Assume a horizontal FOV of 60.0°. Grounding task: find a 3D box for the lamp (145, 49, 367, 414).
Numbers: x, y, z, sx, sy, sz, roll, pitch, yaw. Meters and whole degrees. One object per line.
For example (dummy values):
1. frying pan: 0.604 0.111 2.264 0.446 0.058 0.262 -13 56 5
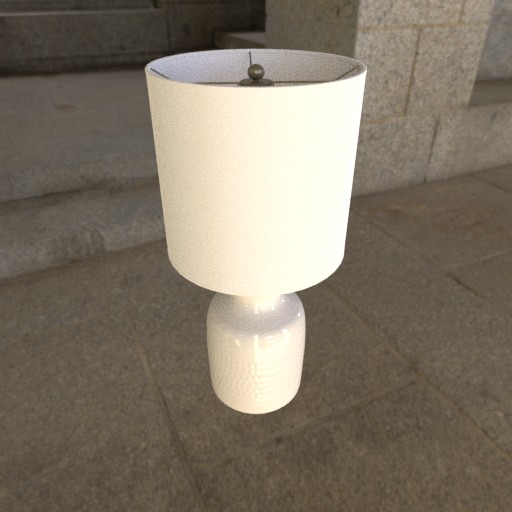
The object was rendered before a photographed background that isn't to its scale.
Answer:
1. lamp: 0.000 0.000 0.487 0.188 0.392 0.188 20 38 29
